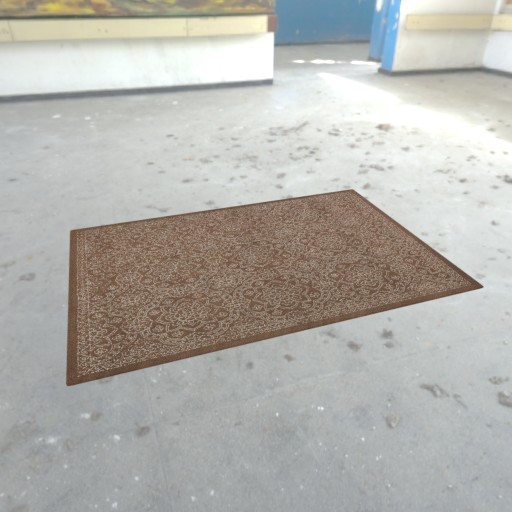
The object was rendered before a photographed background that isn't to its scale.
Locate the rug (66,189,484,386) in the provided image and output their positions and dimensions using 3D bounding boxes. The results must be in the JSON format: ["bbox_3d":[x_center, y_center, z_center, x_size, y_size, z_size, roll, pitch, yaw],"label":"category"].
[{"bbox_3d":[0.000,0.000,2.298,1.829,0.010,1.219,-10,33,-16],"label":"rug"}]
